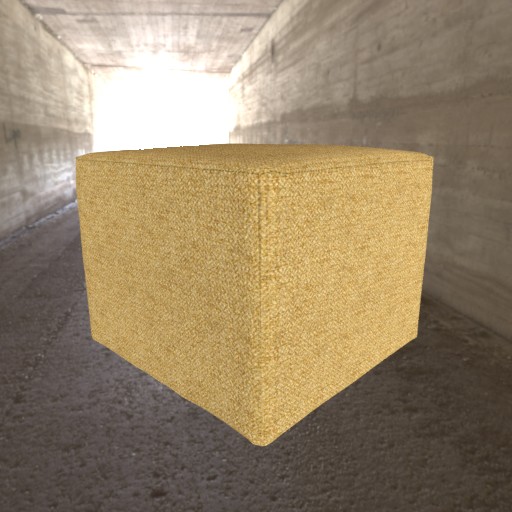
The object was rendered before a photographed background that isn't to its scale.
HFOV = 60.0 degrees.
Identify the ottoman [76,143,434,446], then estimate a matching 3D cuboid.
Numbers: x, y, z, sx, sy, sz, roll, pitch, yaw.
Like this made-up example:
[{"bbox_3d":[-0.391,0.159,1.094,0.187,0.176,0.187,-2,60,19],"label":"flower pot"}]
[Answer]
[{"bbox_3d":[0.000,0.000,0.900,0.512,0.441,0.505,14,20,42],"label":"ottoman"}]
